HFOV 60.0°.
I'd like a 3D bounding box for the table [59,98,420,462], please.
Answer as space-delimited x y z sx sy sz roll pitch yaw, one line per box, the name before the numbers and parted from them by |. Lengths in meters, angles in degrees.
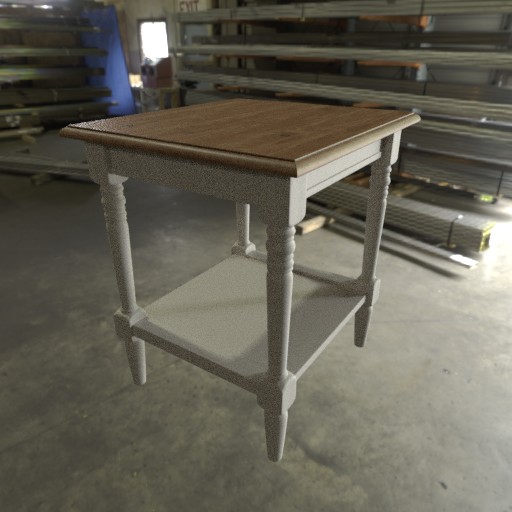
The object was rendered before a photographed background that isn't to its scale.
table | 0.000 0.000 0.934 0.457 0.561 0.508 16 30 30
